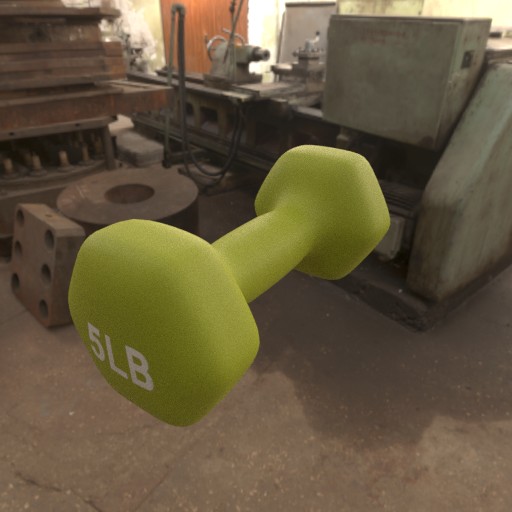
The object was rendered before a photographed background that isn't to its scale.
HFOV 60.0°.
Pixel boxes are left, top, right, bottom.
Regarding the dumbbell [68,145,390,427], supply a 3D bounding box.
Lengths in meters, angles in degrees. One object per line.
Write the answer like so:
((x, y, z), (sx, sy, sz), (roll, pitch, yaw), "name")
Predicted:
((0.000, 0.000, 0.208), (0.080, 0.072, 0.164), (19, 34, 31), "dumbbell")
